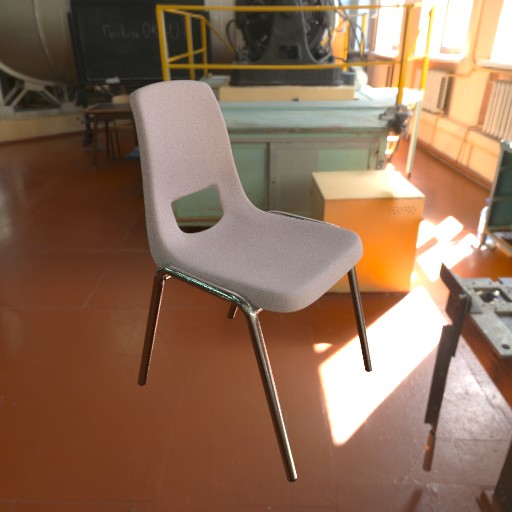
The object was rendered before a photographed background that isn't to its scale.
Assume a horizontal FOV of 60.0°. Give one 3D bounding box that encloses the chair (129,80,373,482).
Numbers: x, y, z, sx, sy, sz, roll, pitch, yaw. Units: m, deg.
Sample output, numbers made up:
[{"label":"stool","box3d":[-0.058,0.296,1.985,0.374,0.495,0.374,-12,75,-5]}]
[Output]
[{"label":"chair","box3d":[0.000,0.000,0.911,0.436,0.653,0.381,17,31,31]}]
